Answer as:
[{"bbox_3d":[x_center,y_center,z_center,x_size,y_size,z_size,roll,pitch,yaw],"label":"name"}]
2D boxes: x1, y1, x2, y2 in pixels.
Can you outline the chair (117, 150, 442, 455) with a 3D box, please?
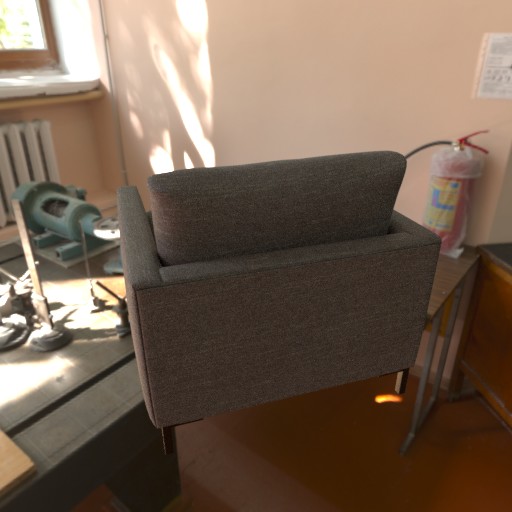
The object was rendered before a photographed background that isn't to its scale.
[{"bbox_3d":[0.000,0.000,1.632,0.940,0.841,0.845,-8,27,-16],"label":"chair"}]
